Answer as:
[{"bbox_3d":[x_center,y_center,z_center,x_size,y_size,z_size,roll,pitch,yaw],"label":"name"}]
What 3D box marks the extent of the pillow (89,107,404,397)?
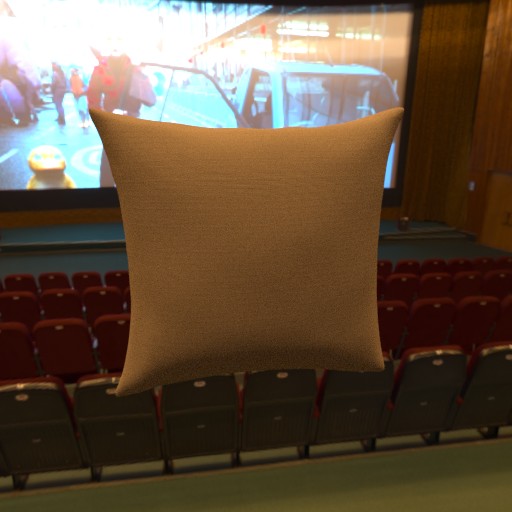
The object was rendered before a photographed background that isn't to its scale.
[{"bbox_3d":[0.000,0.000,0.776,0.512,0.497,0.204,-3,16,-9],"label":"pillow"}]
